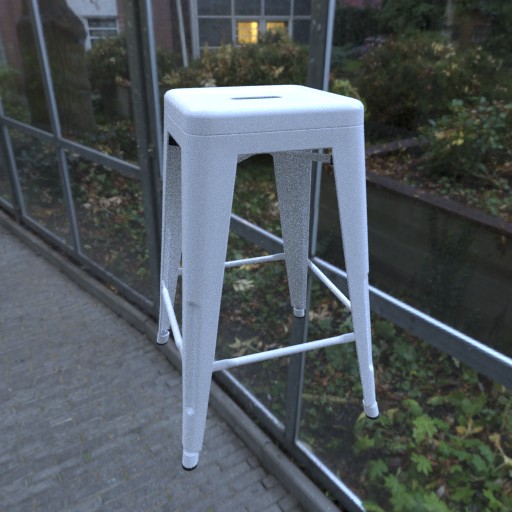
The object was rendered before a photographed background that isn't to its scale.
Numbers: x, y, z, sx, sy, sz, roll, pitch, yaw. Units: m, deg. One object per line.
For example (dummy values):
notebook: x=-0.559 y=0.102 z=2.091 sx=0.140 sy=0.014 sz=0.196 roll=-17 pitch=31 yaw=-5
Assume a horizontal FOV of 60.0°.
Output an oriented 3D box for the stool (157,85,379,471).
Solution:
stool: x=0.000 y=0.000 z=0.884 sx=0.406 sy=0.610 sz=0.406 roll=-8 pitch=28 yaw=-16
